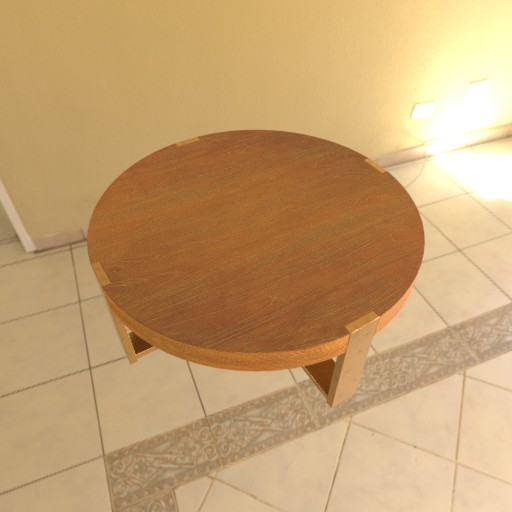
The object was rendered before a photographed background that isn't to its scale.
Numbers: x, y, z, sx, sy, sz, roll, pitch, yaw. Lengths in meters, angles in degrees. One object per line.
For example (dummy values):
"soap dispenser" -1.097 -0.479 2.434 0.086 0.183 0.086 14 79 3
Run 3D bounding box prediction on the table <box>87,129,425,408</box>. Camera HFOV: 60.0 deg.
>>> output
"table" 0.000 0.000 1.648 1.100 0.420 1.100 0 45 0
